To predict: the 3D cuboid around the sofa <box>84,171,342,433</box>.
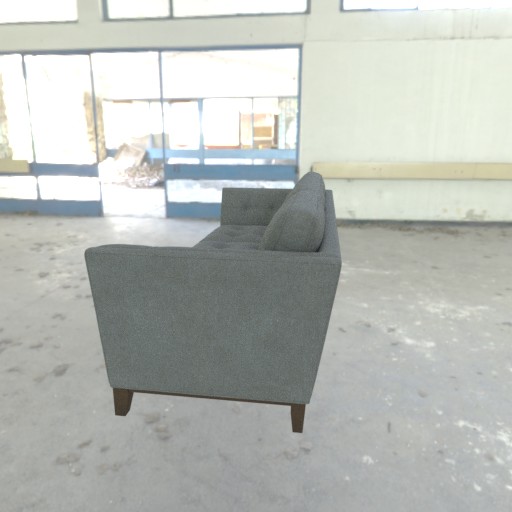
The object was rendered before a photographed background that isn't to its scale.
[{"bbox_3d":[0.000,0.000,2.813,0.965,0.940,2.387,2,15,8],"label":"sofa"}]
